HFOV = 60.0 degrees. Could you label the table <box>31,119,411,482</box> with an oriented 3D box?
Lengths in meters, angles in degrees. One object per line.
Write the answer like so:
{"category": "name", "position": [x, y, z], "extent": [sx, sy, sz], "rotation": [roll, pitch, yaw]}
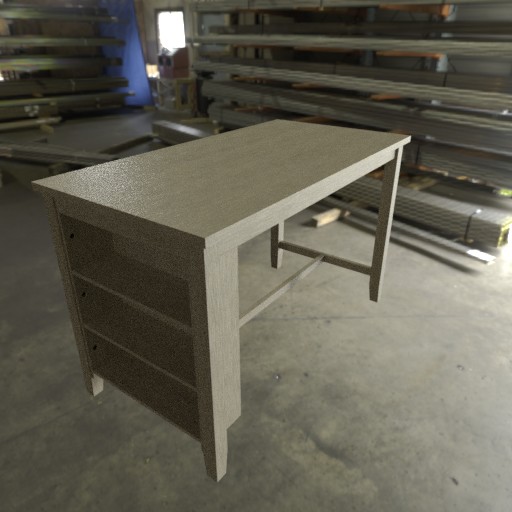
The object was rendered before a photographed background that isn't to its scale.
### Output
{"category": "table", "position": [0.000, 0.000, 1.900], "extent": [0.729, 0.874, 1.397], "rotation": [18, 32, 32]}
